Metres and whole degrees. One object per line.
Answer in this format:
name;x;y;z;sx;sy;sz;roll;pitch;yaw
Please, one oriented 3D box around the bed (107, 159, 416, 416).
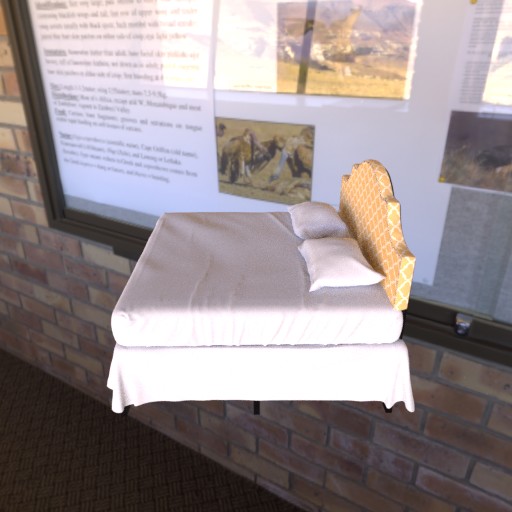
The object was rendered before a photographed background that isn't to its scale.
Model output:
bed;0.000;0.000;3.793;2.222;1.601;2.314;0;25;-1
